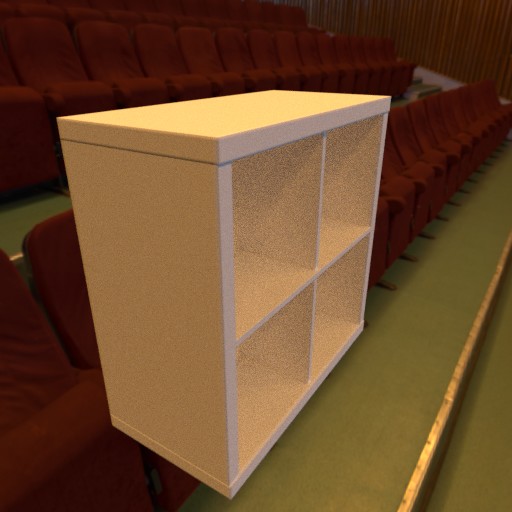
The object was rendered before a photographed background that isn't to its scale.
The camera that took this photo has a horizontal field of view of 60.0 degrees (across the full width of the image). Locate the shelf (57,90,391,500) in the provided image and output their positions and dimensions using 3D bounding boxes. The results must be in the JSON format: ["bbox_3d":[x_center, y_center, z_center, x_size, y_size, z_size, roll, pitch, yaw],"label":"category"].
[{"bbox_3d":[0.000,0.000,1.212,0.390,0.786,0.790,16,29,30],"label":"shelf"}]
